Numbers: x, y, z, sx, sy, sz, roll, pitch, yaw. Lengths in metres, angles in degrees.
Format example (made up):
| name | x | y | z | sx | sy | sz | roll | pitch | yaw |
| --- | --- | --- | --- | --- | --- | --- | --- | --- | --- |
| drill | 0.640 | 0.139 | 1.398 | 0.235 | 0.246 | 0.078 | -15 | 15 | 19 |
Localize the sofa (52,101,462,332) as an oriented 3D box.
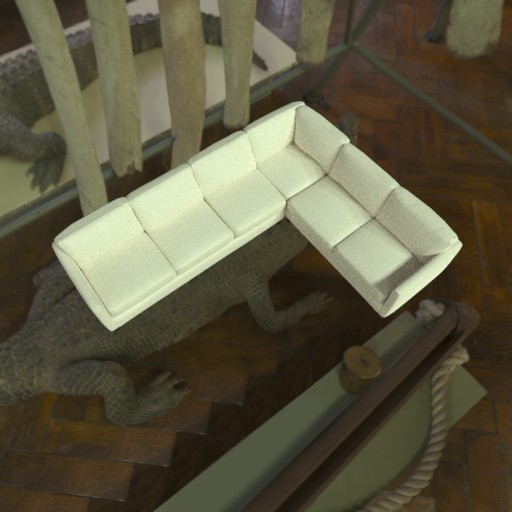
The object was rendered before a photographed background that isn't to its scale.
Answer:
| name | x | y | z | sx | sy | sz | roll | pitch | yaw |
| --- | --- | --- | --- | --- | --- | --- | --- | --- | --- |
| sofa | 0.000 | 0.000 | 4.633 | 3.302 | 0.947 | 2.593 | -34 | 67 | -17 |
